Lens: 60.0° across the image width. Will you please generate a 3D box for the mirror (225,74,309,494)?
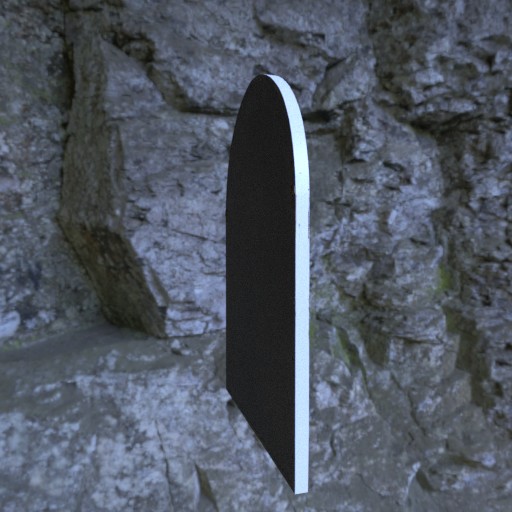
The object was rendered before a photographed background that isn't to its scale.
[{"bbox_3d":[0.000,0.000,1.180,0.032,0.920,0.660,0,1,-16],"label":"mirror"}]
